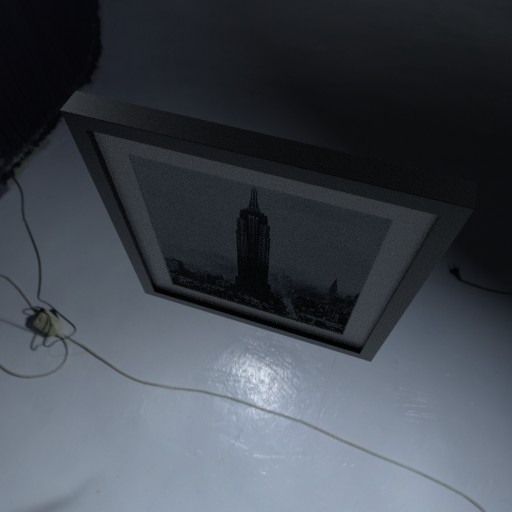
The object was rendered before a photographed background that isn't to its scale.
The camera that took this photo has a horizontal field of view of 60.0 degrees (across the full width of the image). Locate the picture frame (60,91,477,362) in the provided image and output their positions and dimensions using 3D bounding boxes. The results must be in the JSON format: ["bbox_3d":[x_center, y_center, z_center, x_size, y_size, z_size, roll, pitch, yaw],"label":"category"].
[{"bbox_3d":[0.000,0.000,0.519,0.355,0.353,0.029,15,59,9],"label":"picture frame"}]
